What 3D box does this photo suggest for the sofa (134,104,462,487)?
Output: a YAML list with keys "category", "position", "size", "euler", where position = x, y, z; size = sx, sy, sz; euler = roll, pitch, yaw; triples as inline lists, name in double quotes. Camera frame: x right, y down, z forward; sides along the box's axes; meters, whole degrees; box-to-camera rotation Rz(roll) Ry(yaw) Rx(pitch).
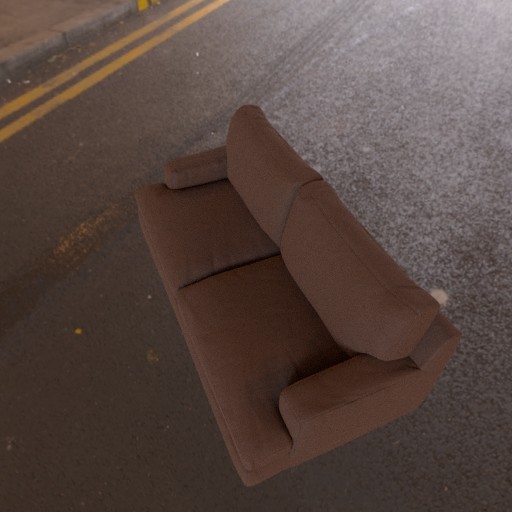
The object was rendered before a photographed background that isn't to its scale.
- category: "sofa"
  position: [0.000, 0.000, 2.817]
  size: [1.140, 0.950, 2.274]
  euler: [-18, 49, -16]
